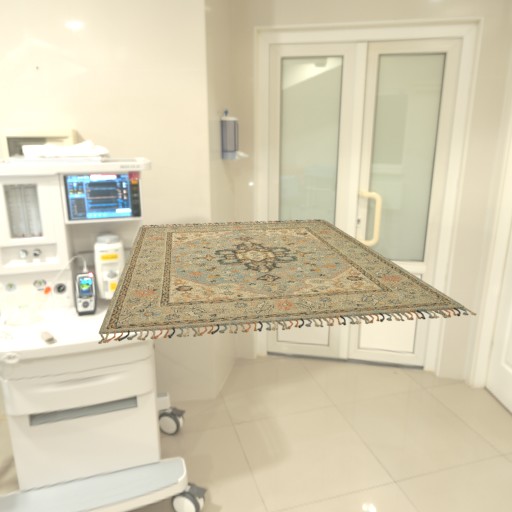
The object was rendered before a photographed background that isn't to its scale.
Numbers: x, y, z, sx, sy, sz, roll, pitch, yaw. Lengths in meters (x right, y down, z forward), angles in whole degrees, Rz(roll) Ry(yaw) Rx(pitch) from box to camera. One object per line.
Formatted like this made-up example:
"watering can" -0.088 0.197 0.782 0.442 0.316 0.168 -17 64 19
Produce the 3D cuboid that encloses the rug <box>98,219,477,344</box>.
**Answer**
"rug" 0.000 0.000 2.256 1.278 0.009 1.730 -3 16 -9
